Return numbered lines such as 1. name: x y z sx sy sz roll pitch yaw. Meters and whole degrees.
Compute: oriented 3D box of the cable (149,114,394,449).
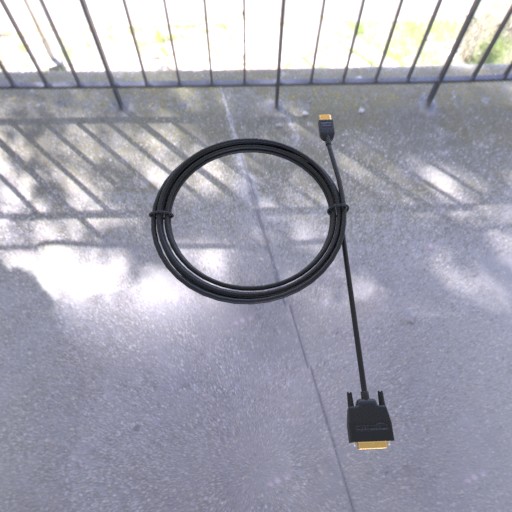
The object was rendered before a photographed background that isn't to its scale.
1. cable: 0.000 0.000 0.519 0.257 0.030 0.422 -2 64 -1
